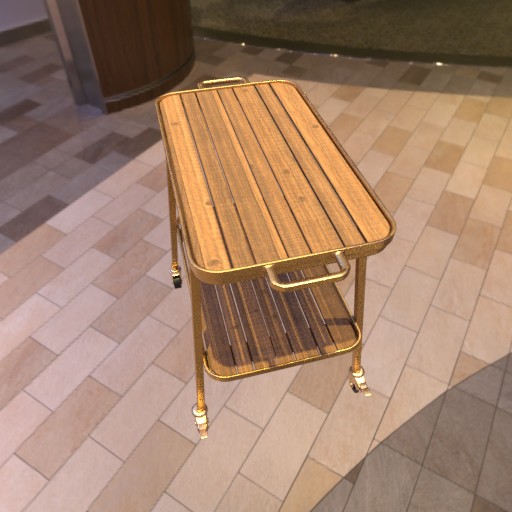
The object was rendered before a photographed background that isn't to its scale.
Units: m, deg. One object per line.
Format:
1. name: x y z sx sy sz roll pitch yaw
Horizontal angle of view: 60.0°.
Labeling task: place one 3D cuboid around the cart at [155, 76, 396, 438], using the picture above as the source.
1. cart: 0.000 0.000 1.282 0.524 0.700 0.806 -11 47 -10
